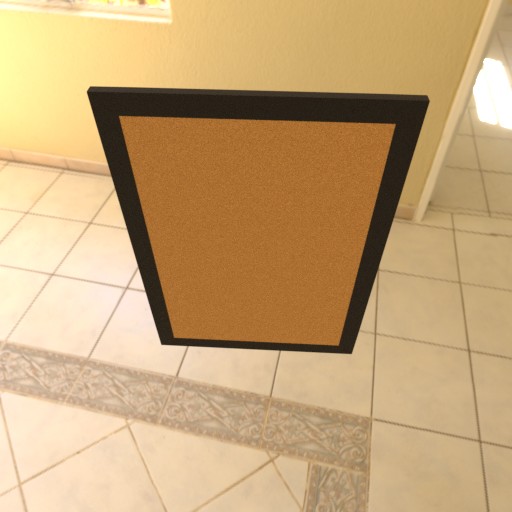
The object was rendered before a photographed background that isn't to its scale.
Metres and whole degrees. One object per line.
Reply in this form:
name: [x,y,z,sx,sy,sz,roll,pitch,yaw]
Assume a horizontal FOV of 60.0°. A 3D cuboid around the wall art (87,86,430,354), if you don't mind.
wall art: [0.000,0.000,0.690,0.380,0.534,0.013,2,47,2]
